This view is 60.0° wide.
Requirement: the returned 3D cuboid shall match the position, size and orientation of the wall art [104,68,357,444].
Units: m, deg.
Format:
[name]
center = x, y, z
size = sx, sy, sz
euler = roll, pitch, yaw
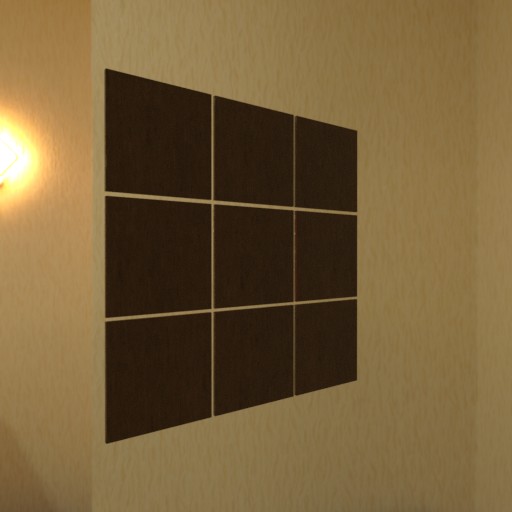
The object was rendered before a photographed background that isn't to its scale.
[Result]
[wall art]
center = 0.000, 0.000, 1.797
size = 1.215, 1.213, 0.013
euler = 0, 0, -37
